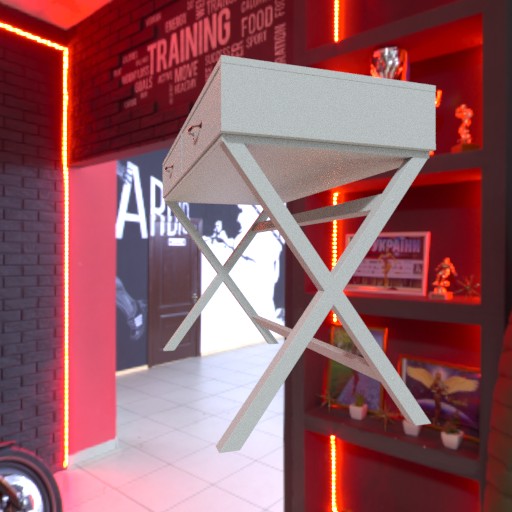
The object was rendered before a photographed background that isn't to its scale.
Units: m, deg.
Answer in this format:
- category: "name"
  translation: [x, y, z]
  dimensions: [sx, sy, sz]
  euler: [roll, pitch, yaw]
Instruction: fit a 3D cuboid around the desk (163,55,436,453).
- category: "desk"
  translation: [0.000, 0.000, 1.437]
  dimensions: [0.525, 0.780, 1.057]
  euler: [0, 0, -18]
